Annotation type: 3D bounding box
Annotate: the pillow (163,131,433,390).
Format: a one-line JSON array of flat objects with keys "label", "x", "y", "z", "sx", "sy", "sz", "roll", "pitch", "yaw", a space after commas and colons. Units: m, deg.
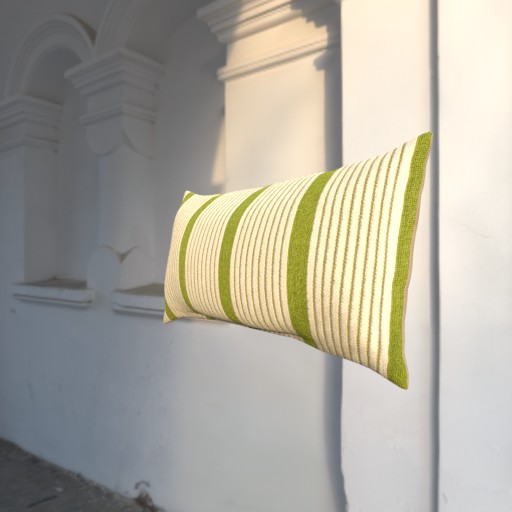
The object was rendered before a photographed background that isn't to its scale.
[{"label": "pillow", "x": 0.000, "y": 0.000, "z": 0.732, "sx": 0.156, "sy": 0.292, "sz": 0.608, "roll": 0, "pitch": 0, "yaw": -36}]
